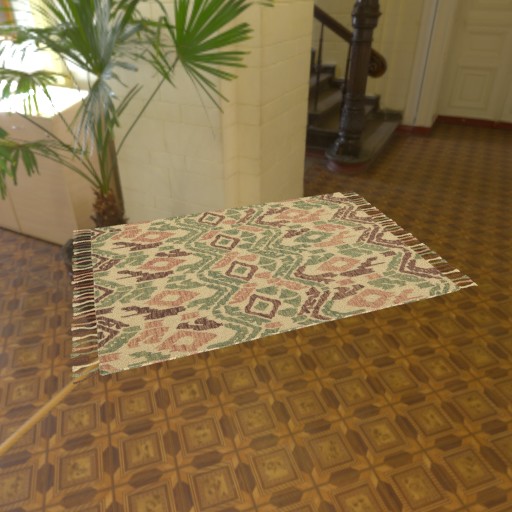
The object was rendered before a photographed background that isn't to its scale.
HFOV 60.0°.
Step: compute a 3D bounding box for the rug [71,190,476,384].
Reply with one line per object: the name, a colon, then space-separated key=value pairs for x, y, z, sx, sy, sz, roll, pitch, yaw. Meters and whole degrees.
rug: x=0.000 y=0.000 z=2.325 sx=1.829 sy=0.010 sz=1.219 roll=-10 pitch=33 yaw=-16
